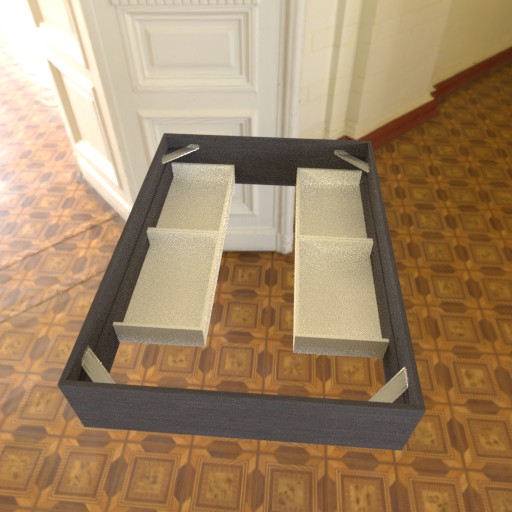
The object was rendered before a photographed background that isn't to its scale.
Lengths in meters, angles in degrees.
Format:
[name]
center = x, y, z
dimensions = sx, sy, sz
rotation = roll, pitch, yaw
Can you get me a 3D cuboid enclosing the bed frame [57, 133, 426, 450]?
[bed frame]
center = 0.000, 0.000, 2.553
dimensions = 1.448, 0.459, 1.944
rotation = 3, 46, 3
